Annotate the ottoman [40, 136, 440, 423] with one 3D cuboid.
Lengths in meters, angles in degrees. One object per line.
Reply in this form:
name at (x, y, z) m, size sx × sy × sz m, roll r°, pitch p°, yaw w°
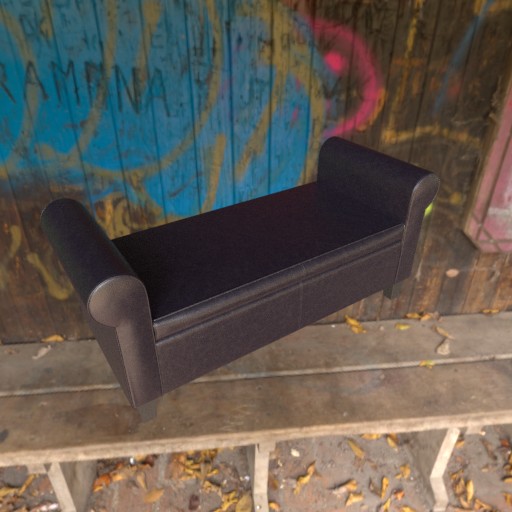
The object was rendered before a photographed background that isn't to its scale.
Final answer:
ottoman at (0.000, 0.000, 1.587) m, size 1.256 × 0.547 × 0.521 m, roll -20°, pitch 37°, yaw -28°
